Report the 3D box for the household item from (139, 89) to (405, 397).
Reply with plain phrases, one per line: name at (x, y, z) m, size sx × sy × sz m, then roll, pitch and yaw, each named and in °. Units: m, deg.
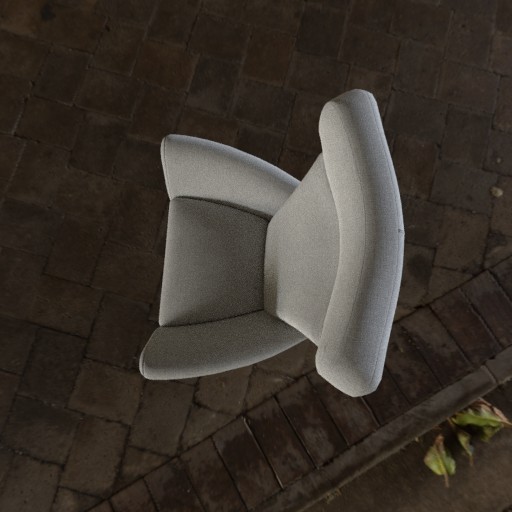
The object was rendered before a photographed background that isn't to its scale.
household item at (0.000, 0.000, 1.767) m, size 0.900 × 1.050 × 0.980 m, roll 2°, pitch 77°, yaw 1°
